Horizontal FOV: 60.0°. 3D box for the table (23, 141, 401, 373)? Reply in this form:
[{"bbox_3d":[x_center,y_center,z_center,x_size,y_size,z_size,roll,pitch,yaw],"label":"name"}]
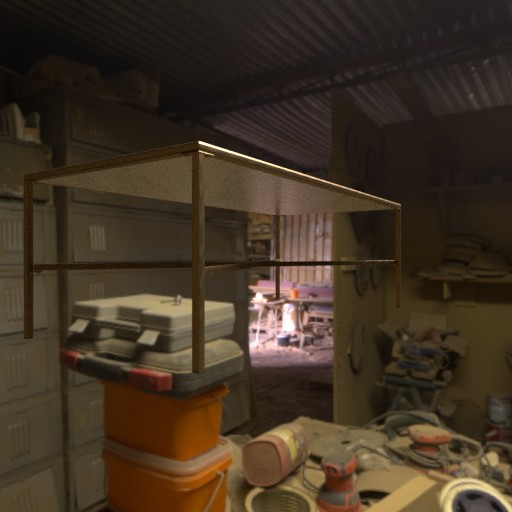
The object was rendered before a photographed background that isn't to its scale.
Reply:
[{"bbox_3d":[0.000,0.000,1.427,0.577,0.405,1.197,0,0,34],"label":"table"}]
